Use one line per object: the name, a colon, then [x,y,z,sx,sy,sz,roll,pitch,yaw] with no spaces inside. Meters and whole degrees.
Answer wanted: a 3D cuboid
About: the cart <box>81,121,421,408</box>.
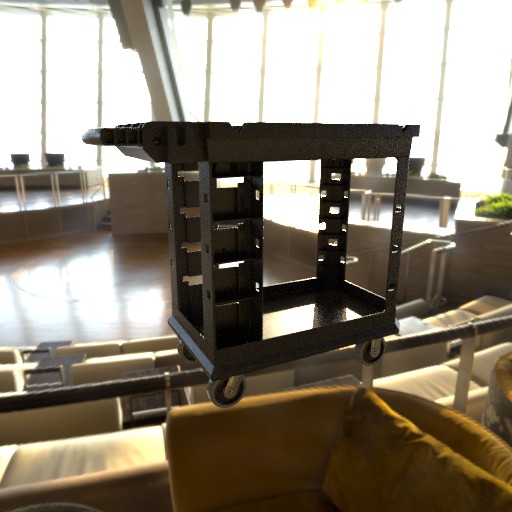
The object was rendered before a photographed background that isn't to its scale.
cart: [0.000,0.000,1.550,1.061,0.884,0.497,-8,17,-26]
